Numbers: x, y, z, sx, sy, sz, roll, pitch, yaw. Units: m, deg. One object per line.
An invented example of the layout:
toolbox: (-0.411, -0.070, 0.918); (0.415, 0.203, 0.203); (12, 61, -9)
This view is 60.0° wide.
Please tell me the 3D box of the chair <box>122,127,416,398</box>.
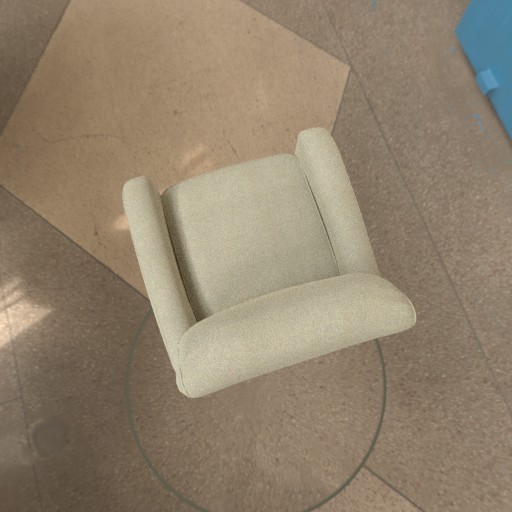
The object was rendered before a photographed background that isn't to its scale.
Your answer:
chair: (0.000, 0.000, 1.678); (0.850, 1.006, 0.853); (-17, 75, -5)
